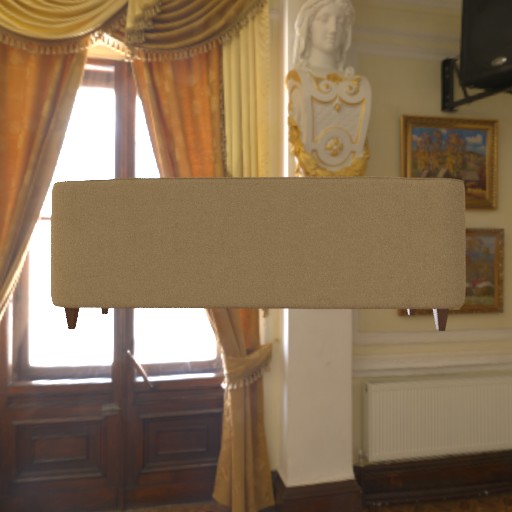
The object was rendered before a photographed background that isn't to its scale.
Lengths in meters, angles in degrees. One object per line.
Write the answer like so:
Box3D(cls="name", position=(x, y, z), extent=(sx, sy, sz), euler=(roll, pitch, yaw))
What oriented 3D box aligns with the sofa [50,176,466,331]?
Box3D(cls="sofa", position=(0.000, 0.000, 2.664), extent=(2.235, 0.788, 0.913), euler=(0, -1, 1))
